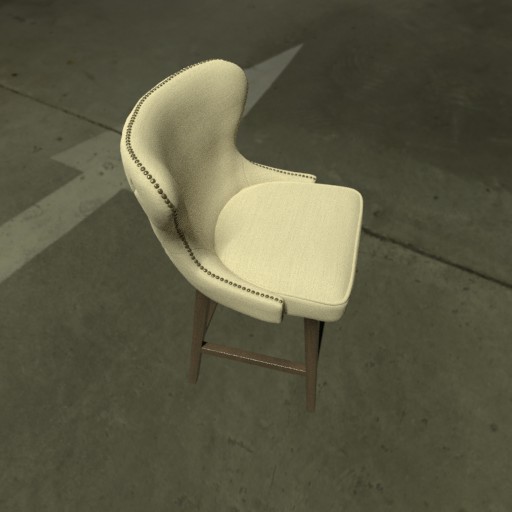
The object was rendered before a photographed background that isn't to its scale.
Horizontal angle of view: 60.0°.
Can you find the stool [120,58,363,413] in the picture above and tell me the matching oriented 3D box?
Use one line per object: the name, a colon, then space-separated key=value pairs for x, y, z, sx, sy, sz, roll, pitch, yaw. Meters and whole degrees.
stool: x=0.000 y=0.000 z=1.373 sx=0.597 sy=0.972 sz=0.615 roll=10 pitch=47 yaw=10
